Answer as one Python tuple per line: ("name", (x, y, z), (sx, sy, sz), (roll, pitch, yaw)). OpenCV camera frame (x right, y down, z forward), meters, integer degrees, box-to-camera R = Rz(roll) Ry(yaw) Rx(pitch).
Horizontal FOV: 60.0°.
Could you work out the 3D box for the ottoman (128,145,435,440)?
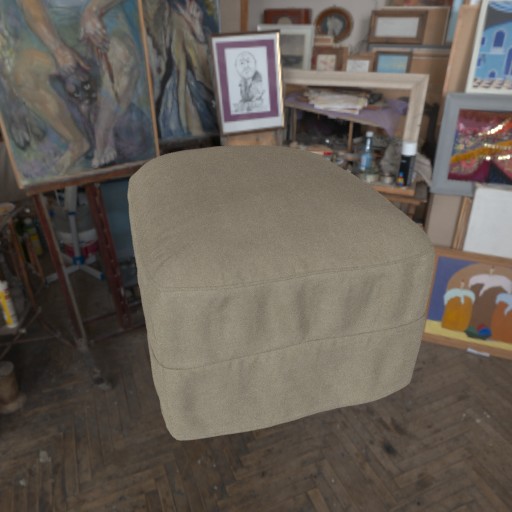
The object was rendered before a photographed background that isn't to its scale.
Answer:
("ottoman", (0.000, 0.000, 1.115), (0.584, 0.480, 0.712), (-8, 30, -14))
